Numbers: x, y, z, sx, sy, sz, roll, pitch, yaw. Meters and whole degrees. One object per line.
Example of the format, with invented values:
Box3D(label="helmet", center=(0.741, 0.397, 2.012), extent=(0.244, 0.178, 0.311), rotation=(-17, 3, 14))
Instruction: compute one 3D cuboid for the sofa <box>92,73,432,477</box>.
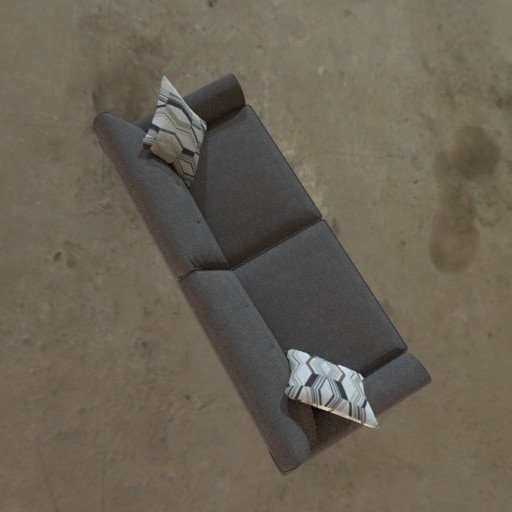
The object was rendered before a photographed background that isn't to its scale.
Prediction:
Box3D(label="sofa", center=(0.000, 0.000, 2.426), extent=(0.889, 0.813, 2.032), rotation=(-30, 78, -7))
